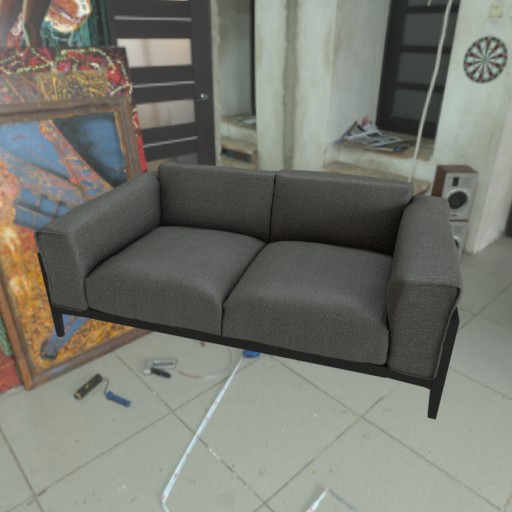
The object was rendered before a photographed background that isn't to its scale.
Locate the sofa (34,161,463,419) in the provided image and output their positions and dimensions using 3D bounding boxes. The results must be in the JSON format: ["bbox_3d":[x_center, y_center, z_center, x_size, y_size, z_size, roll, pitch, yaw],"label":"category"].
[{"bbox_3d":[0.000,0.000,2.102,1.690,0.656,0.960,8,27,16],"label":"sofa"}]
